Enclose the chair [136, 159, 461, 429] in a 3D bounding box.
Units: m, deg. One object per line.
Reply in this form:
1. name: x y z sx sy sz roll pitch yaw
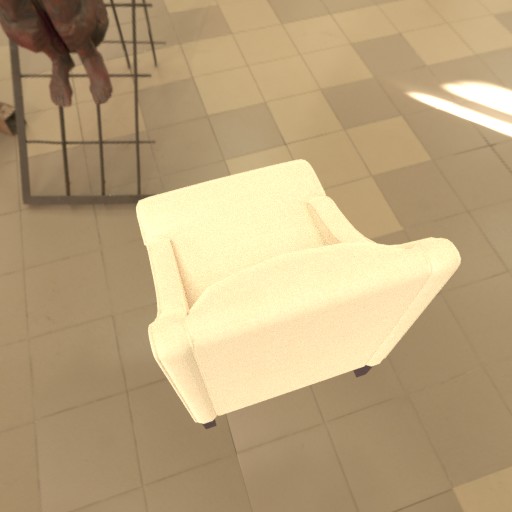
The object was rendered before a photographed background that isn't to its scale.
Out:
1. chair: 0.000 0.000 1.446 0.689 0.886 0.806 -16 61 -9
